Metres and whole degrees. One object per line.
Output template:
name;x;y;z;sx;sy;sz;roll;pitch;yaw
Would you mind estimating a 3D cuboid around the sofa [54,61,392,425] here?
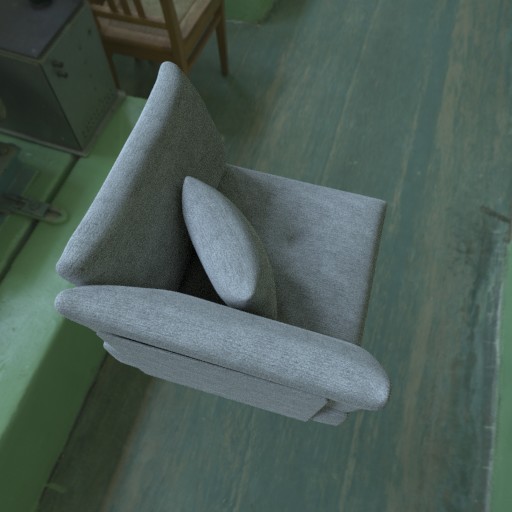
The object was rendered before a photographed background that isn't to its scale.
sofa;0.000;0.000;1.707;1.000;0.820;1.000;14;65;7
